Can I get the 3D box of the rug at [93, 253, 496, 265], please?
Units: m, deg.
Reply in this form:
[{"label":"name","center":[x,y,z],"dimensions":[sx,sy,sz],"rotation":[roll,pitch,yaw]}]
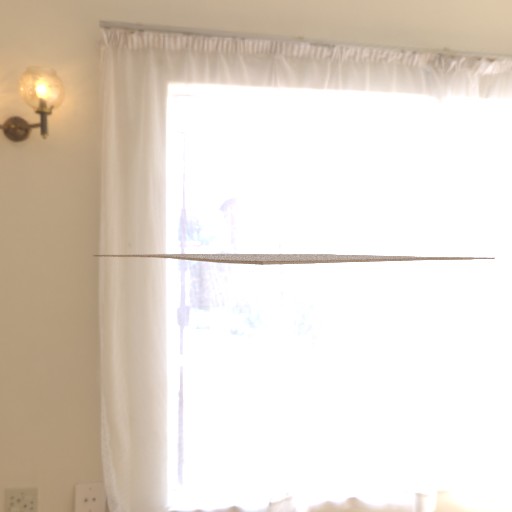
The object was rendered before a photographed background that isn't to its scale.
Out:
[{"label":"rug","center":[0.000,0.000,2.220],"dimensions":[1.154,0.021,1.792],"rotation":[-1,1,-34]}]
